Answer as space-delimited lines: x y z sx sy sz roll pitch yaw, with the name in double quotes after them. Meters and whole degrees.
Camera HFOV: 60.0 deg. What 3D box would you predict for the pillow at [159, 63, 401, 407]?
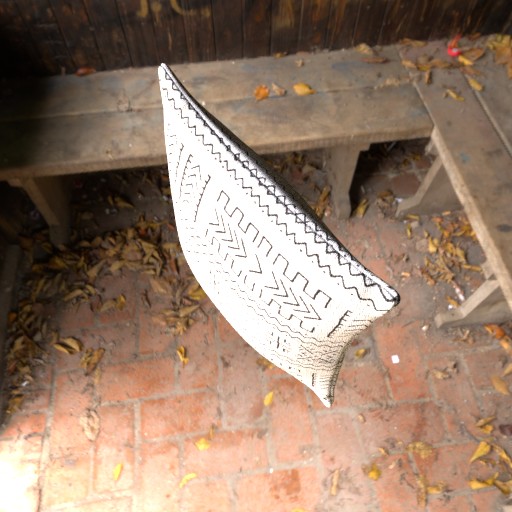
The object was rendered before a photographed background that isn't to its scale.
0.000 0.000 0.674 0.164 0.430 0.438 -33 64 -18 "pillow"
